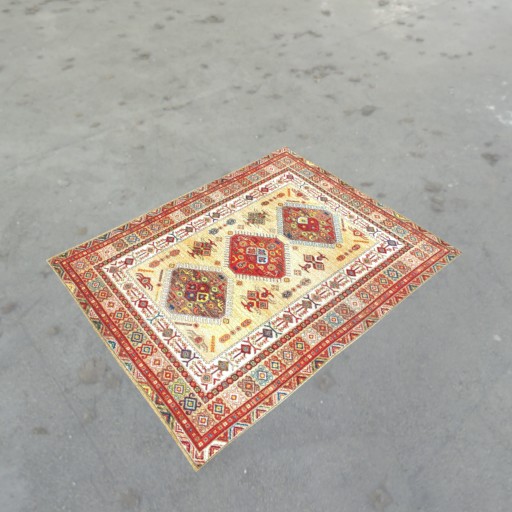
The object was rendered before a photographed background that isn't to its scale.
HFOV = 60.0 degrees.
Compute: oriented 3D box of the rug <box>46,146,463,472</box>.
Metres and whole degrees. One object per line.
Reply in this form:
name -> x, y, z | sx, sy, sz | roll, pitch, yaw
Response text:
rug -> 0.000, 0.000, 4.167 | 3.067, 0.005, 2.460 | -31, 53, -27
